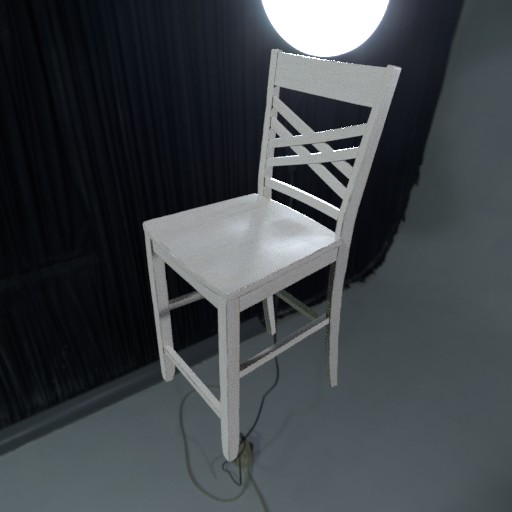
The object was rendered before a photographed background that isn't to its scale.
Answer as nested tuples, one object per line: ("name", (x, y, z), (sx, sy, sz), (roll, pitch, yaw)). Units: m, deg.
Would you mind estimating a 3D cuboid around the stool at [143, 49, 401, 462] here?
("stool", (0.000, 0.000, 1.344), (0.539, 1.079, 0.462), (-21, 37, -31))
